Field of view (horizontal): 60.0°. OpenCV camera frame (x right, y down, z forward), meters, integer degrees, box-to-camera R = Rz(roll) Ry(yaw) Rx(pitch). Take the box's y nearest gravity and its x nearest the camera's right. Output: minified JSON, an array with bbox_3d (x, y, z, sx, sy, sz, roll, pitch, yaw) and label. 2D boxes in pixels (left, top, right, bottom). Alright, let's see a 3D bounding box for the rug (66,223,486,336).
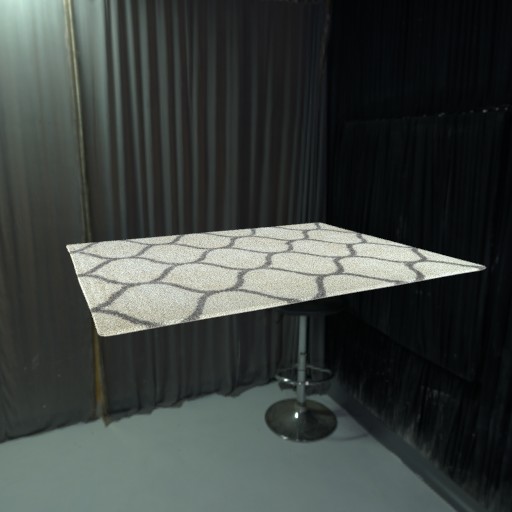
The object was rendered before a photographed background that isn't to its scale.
[{"bbox_3d":[0.000,0.000,3.981,3.000,0.026,2.399,-7,15,-26],"label":"rug"}]
